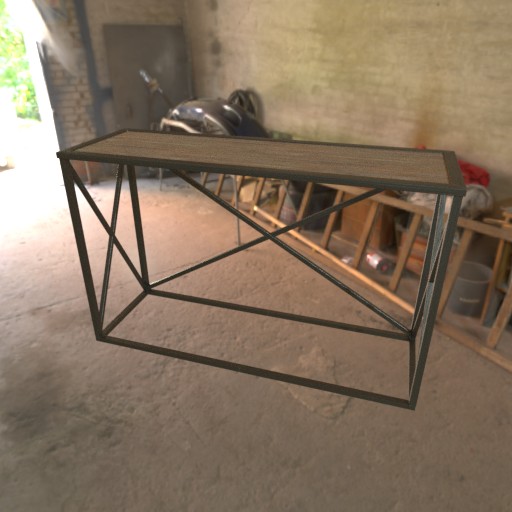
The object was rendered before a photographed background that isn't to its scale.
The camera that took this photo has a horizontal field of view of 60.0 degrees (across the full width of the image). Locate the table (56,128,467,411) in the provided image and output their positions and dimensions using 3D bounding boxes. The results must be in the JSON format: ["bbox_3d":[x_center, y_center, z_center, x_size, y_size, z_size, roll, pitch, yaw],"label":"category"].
[{"bbox_3d":[0.000,0.000,1.593,1.216,0.753,0.402,8,28,16],"label":"table"}]
